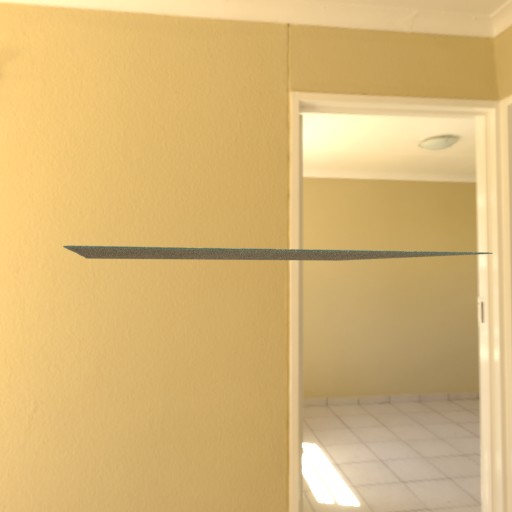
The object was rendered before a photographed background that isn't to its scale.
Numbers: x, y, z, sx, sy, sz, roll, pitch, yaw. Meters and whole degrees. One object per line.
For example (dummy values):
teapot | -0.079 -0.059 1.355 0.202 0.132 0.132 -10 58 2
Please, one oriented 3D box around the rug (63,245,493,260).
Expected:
rug | 0.000 0.000 3.992 2.980 0.012 2.363 1 -2 -18
